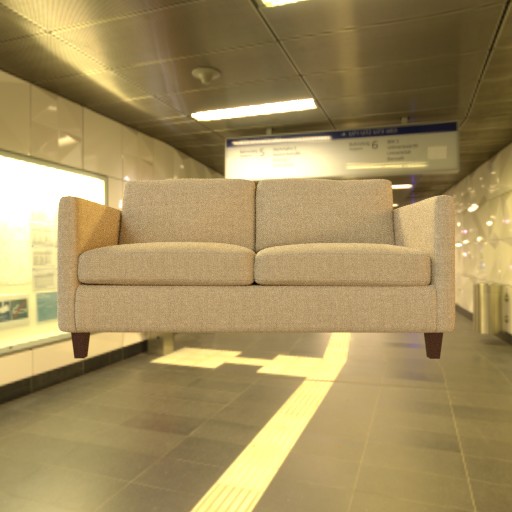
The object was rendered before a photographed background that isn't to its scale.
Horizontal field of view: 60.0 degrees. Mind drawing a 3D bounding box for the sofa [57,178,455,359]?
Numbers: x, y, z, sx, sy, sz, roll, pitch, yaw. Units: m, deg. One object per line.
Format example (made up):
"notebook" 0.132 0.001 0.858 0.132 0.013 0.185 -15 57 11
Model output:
"sofa" 0.000 0.000 2.508 1.884 0.963 0.950 0 0 0
